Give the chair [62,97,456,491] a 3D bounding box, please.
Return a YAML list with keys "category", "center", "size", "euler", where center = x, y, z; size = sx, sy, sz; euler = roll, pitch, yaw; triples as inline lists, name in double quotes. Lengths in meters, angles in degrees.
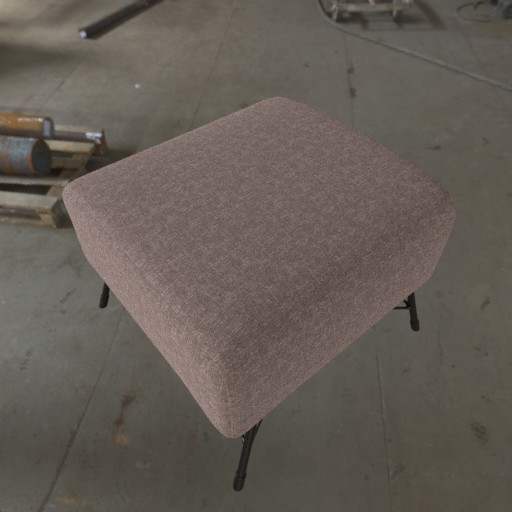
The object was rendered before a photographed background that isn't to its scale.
- category: "chair"
  center: [0.000, 0.000, 0.873]
  size: [0.530, 0.410, 0.530]
  euler: [-32, 55, -26]
